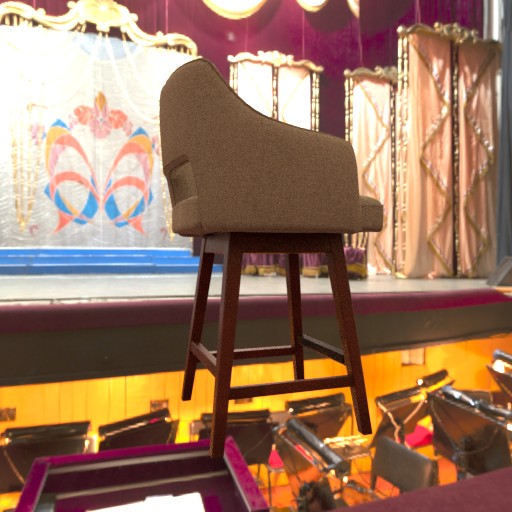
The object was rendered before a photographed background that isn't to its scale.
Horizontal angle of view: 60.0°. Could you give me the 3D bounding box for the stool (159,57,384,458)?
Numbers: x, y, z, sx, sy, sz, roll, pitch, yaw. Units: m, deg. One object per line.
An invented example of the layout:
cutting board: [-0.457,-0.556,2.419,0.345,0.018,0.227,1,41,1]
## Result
stool: [0.000,0.000,1.303,0.558,0.944,0.599,0,1,-19]
